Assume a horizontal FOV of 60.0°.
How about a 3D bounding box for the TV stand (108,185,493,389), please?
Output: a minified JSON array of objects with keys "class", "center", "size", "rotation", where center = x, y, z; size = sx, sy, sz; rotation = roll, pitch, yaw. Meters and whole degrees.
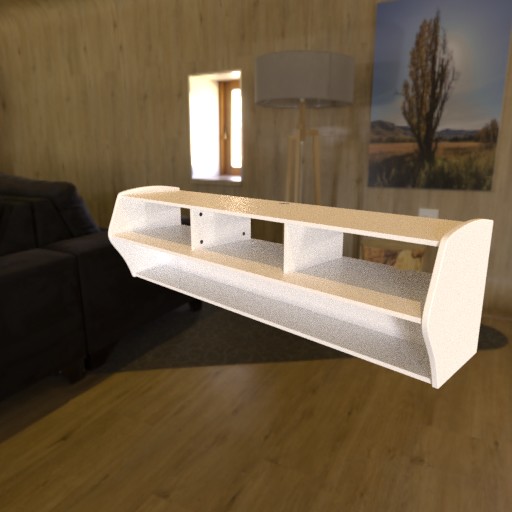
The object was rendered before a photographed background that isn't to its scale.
[{"class":"TV stand","center":[0.000,0.000,1.650],"size":[1.473,0.424,0.397],"rotation":[13,19,42]}]
